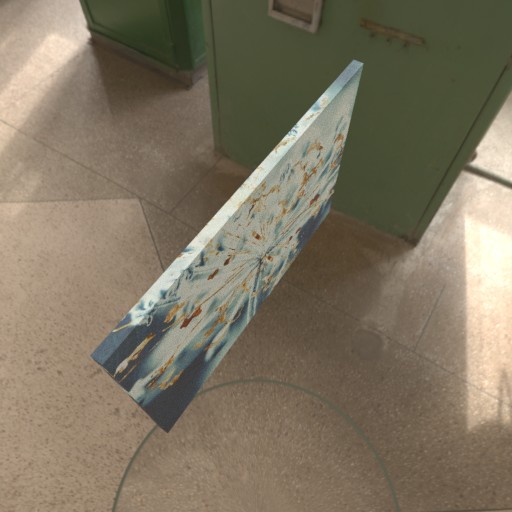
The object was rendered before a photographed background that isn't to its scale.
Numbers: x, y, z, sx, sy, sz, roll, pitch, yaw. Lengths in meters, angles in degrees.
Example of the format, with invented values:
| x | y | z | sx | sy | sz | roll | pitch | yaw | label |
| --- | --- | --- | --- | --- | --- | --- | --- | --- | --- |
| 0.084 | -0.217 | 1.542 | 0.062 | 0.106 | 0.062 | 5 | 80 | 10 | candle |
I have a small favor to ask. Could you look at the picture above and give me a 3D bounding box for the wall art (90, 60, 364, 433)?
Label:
| x | y | z | sx | sy | sz | roll | pitch | yaw | label |
| --- | --- | --- | --- | --- | --- | --- | --- | --- | --- |
| 0.000 | 0.000 | 1.448 | 0.035 | 0.759 | 1.138 | 30 | 63 | 17 | wall art |
